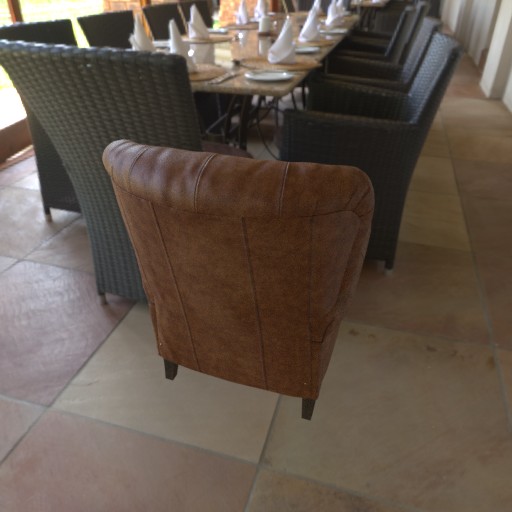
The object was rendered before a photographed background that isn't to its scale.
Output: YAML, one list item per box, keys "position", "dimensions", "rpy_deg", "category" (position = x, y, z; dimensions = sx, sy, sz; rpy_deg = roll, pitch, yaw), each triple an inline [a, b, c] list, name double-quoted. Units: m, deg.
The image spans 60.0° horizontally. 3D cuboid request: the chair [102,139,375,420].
- position: [0.000, 0.000, 1.931]
  dimensions: [0.951, 1.164, 1.059]
  rpy_deg: [11, 34, 17]
  category: "chair"
